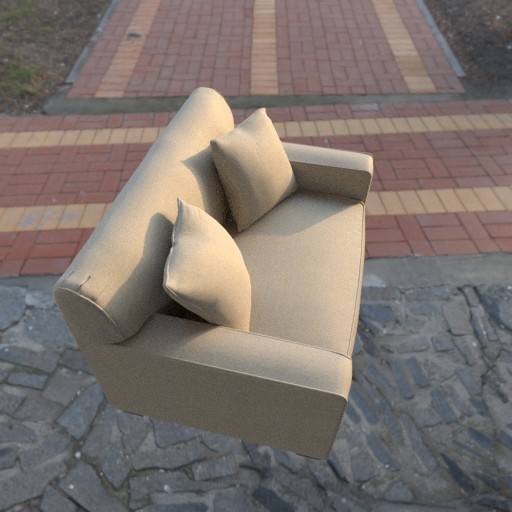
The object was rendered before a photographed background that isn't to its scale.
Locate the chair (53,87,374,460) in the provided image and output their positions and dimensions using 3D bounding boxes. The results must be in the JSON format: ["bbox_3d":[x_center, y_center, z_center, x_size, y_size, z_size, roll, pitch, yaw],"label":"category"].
[{"bbox_3d":[0.000,0.000,2.030,1.000,0.948,1.383,10,48,9],"label":"chair"}]
